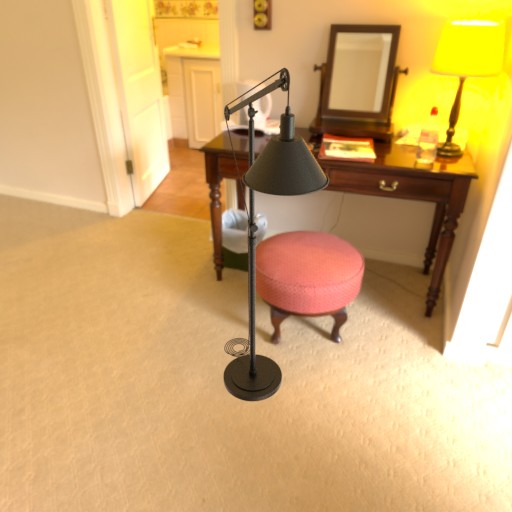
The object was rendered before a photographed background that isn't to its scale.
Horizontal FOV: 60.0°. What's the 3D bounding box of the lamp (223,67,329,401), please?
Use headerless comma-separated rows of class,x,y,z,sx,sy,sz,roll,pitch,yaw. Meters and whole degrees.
lamp,0.000,0.000,1.974,0.319,1.626,0.904,-10,32,-16
